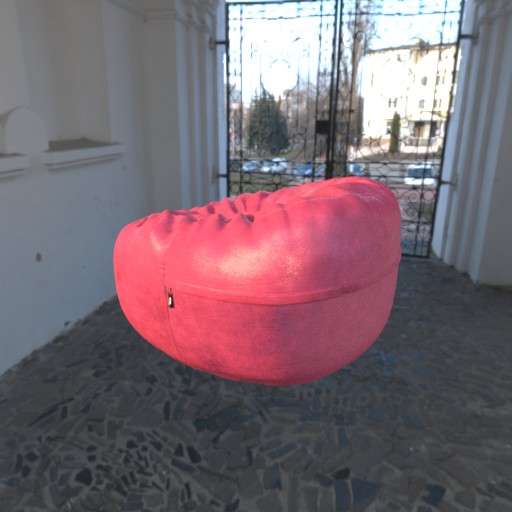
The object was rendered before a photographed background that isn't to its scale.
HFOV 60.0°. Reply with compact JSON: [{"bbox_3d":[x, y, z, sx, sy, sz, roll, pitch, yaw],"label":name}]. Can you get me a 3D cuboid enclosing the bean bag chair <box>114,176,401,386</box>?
[{"bbox_3d":[0.000,0.000,2.459,1.524,0.878,1.524,9,19,26],"label":"bean bag chair"}]
